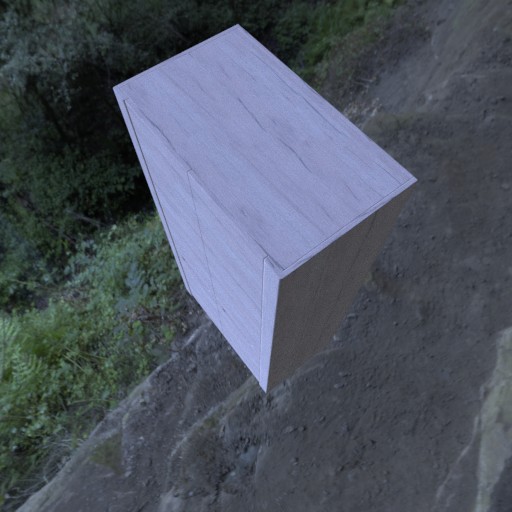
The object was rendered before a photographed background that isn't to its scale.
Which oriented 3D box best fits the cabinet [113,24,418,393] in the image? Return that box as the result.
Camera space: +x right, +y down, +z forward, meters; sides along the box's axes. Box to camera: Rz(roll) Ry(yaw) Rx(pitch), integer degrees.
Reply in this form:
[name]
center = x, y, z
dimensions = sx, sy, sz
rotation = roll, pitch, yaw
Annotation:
[cabinet]
center = 0.000, 0.000, 2.399
dimensions = 0.580, 1.930, 0.980
rotation = -35, 68, -16
